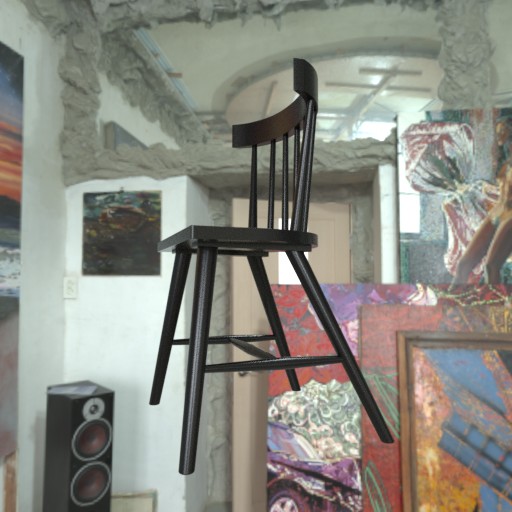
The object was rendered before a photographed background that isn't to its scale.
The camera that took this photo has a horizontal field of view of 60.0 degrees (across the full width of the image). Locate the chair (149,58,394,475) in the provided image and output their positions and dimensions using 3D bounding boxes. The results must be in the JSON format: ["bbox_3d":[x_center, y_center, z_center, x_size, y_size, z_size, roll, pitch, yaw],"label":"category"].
[{"bbox_3d":[0.000,0.000,1.157,0.483,0.844,0.506,1,-3,-20],"label":"chair"}]
